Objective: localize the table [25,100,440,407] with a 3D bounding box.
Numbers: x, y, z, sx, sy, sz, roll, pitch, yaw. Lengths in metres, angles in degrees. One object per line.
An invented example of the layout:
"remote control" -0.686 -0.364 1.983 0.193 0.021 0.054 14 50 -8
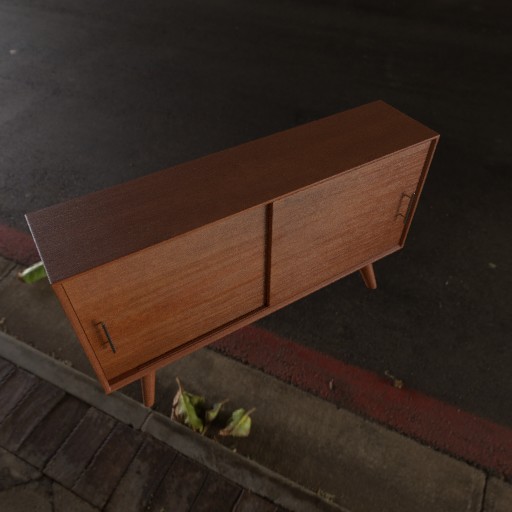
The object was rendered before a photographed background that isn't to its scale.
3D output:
"table" 0.000 0.000 1.526 1.220 0.698 0.308 -23 50 -21
